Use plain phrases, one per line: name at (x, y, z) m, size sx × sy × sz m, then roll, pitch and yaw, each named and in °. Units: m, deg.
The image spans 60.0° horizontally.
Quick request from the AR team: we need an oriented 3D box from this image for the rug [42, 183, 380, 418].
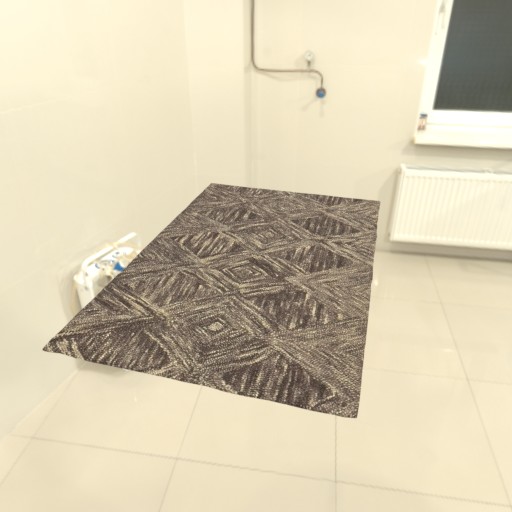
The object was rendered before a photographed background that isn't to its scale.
rug at (0.000, 0.000, 2.296) m, size 1.186 × 0.012 × 1.814 m, roll 8°, pitch 31°, yaw 14°
